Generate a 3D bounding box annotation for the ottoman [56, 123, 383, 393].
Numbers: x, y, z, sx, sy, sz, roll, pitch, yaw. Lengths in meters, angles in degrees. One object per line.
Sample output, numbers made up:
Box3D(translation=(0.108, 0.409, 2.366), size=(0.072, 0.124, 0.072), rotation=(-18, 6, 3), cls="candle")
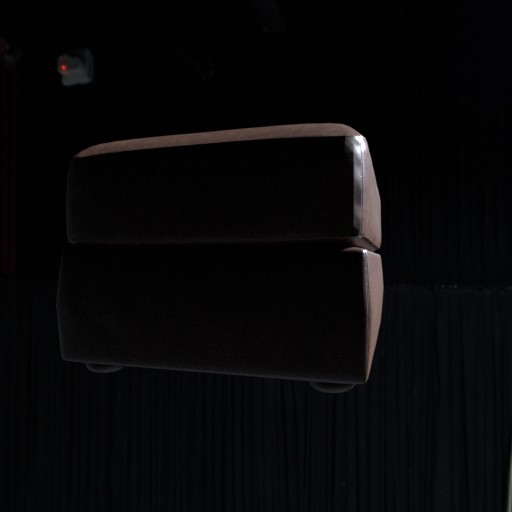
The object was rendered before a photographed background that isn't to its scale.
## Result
Box3D(translation=(0.000, 0.000, 1.120), size=(0.603, 0.476, 0.751), rotation=(0, -1, 17), cls="ottoman")
